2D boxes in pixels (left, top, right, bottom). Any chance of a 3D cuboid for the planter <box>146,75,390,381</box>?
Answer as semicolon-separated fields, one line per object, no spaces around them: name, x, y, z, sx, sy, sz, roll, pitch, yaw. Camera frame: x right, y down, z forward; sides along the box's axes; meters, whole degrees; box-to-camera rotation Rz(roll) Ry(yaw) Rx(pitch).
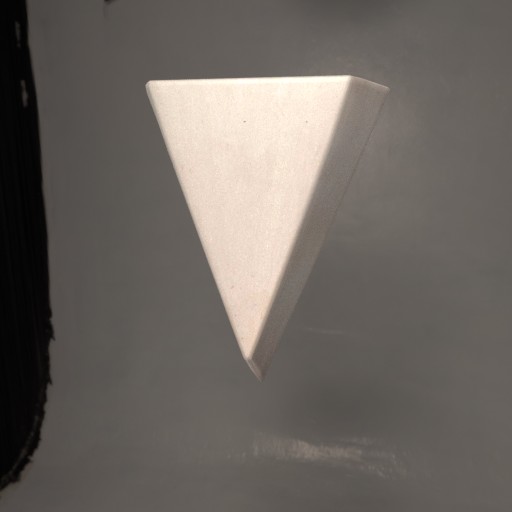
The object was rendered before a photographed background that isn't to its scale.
planter;0.000;0.000;0.273;0.150;0.197;0.060;3;14;10
